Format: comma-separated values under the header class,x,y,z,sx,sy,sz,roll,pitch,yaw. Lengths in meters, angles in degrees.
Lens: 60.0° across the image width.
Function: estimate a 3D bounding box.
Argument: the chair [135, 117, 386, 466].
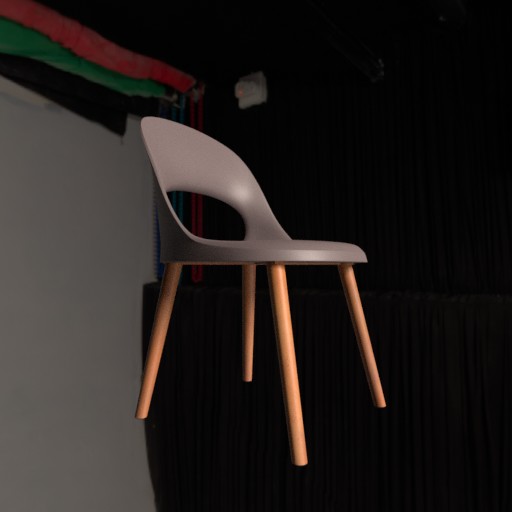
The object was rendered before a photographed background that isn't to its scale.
class,x,y,z,sx,sy,sz,roll,pitch,yaw
chair,0.000,0.000,1.155,0.556,0.794,0.470,-1,-2,36
